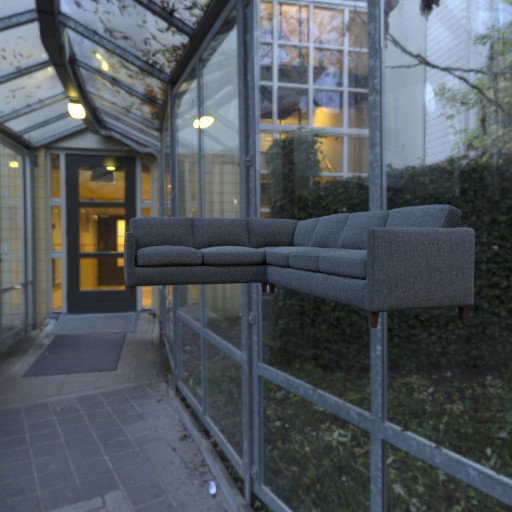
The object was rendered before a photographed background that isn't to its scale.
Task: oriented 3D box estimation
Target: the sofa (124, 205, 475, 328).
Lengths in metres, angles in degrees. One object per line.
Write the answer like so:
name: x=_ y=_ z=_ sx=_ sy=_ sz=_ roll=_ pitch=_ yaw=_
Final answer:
sofa: x=0.000 y=0.000 z=4.568 sx=2.593 sy=0.947 sz=3.302 roll=-1 pitch=2 yaw=-17
